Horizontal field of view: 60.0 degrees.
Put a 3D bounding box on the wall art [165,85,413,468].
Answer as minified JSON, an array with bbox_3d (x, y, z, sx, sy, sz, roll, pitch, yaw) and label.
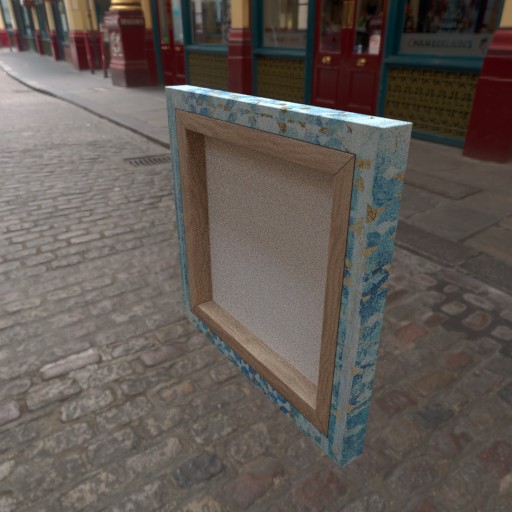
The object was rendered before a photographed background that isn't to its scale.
[{"bbox_3d":[0.000,0.000,0.605,0.037,0.405,0.405,-18,31,-32],"label":"wall art"}]
